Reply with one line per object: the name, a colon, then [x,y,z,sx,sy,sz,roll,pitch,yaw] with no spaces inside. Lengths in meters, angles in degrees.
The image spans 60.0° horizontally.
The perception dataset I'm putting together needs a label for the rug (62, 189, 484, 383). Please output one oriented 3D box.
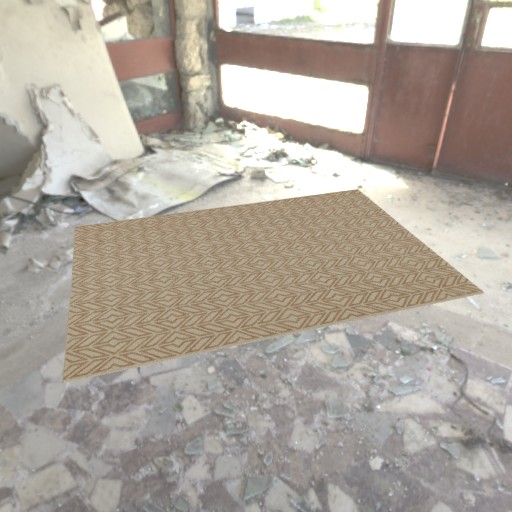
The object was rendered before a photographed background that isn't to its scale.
rug: [0.000,0.000,2.306,1.828,0.007,1.220,-9,34,-14]
